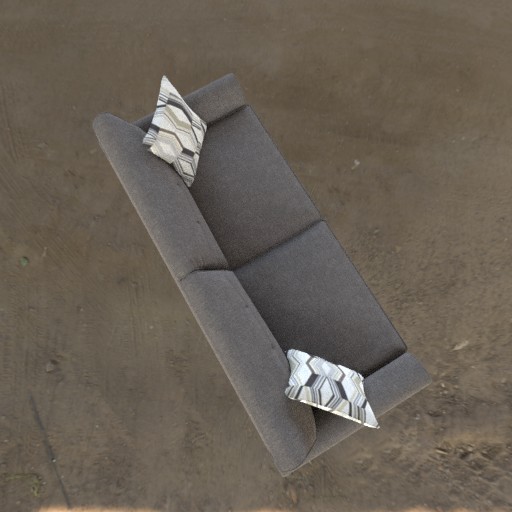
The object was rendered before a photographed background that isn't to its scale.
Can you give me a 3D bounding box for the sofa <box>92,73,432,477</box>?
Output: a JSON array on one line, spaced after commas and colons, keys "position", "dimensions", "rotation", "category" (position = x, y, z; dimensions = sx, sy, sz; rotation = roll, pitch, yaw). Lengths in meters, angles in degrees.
[{"position": [0.000, 0.000, 2.426], "dimensions": [0.889, 0.813, 2.032], "rotation": [-30, 78, -7], "category": "sofa"}]
